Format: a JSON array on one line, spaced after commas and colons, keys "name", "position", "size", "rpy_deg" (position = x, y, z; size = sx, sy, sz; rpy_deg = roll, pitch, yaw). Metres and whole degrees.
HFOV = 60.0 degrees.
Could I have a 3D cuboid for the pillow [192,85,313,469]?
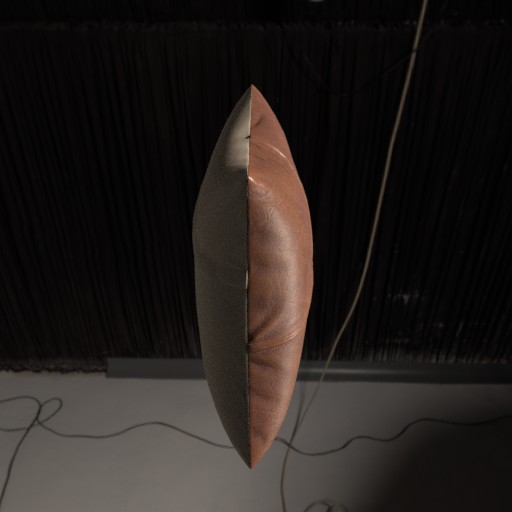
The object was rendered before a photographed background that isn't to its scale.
[{"name": "pillow", "position": [0.000, 0.000, 0.750], "size": [0.192, 0.470, 0.484], "rpy_deg": [0, 31, 0]}]
